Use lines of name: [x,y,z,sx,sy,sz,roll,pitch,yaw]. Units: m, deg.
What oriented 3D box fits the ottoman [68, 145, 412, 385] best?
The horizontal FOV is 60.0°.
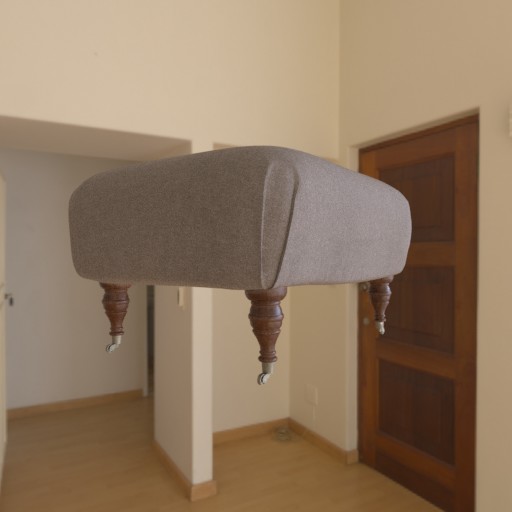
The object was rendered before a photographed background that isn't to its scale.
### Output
ottoman: [0.000,0.000,1.155,0.622,0.450,0.747,0,1,36]
